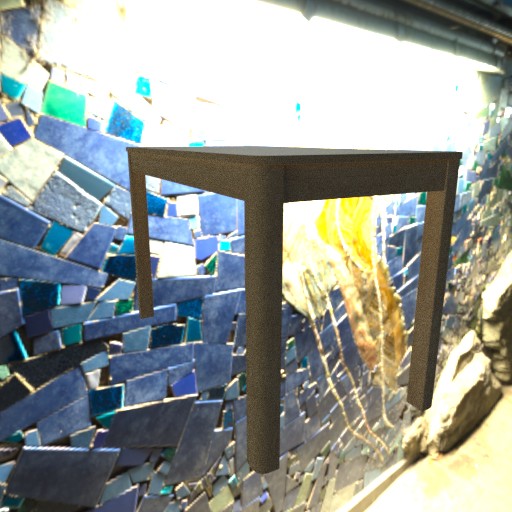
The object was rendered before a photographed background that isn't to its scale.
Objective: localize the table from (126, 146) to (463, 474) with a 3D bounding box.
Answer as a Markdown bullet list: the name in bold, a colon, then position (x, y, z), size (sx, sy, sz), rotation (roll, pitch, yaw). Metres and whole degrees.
- **table**: position (0.000, 0.000, 1.912), size (0.750, 0.900, 1.400), rotation (-8, 17, -27)
